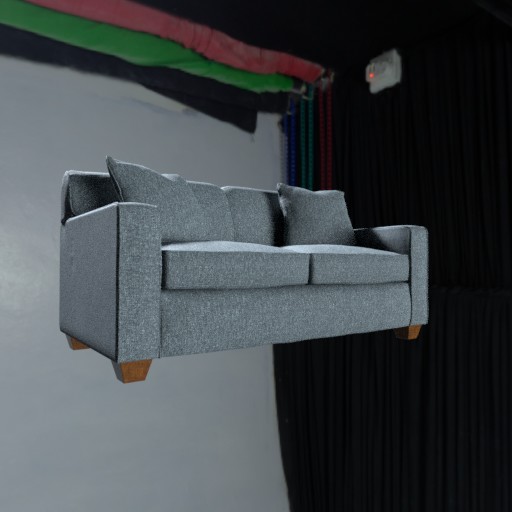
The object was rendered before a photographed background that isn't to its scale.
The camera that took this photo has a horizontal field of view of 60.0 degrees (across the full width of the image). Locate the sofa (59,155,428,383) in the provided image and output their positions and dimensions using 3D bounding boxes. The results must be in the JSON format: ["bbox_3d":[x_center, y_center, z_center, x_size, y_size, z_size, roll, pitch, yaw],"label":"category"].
[{"bbox_3d":[0.000,0.000,2.451,1.846,0.958,0.998,1,-1,-35],"label":"sofa"}]
